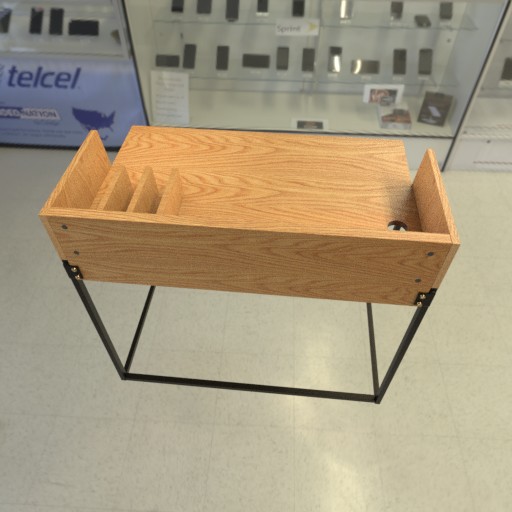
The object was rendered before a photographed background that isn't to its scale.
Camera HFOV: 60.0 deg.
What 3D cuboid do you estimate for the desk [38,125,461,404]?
[{"bbox_3d":[0.000,0.000,1.885,1.191,1.061,0.769,4,48,4],"label":"desk"}]
